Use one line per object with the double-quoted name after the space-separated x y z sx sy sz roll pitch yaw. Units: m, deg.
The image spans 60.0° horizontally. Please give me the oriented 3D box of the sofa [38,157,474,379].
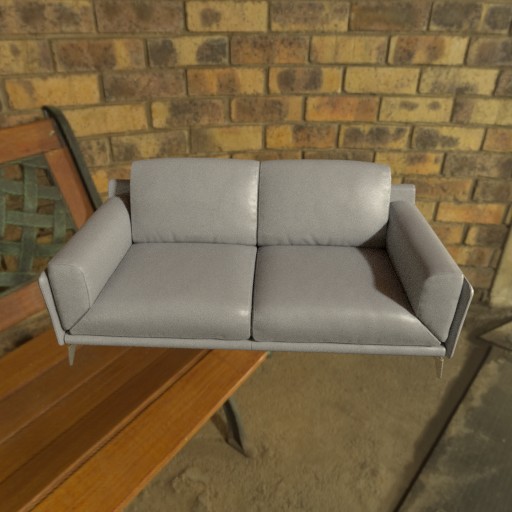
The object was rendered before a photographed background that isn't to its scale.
0.000 0.000 2.603 2.101 0.930 1.049 1 29 2 "sofa"
